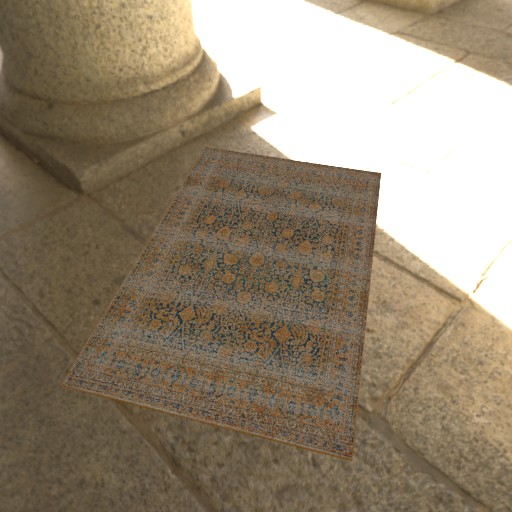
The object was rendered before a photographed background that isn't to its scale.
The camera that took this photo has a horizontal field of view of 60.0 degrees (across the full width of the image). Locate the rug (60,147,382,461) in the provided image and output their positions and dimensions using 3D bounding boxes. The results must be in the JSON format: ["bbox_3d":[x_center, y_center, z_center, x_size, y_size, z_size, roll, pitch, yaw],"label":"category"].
[{"bbox_3d":[0.000,0.000,2.978,1.525,0.007,2.336,11,47,10],"label":"rug"}]
